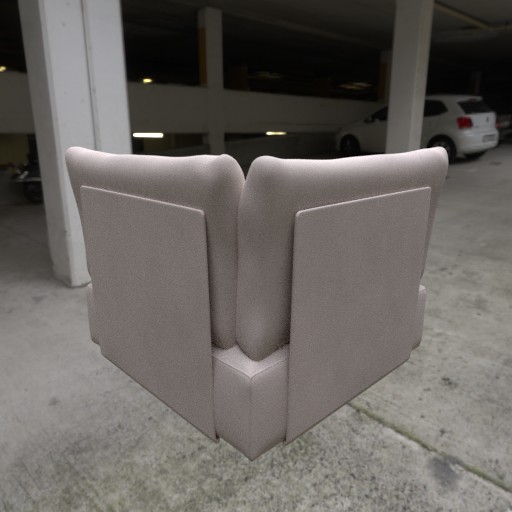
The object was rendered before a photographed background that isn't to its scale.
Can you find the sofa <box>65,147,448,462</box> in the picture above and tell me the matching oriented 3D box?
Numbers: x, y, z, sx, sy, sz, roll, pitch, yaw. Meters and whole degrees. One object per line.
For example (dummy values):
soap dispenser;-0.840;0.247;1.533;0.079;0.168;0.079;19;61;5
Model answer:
sofa;0.000;0.000;1.697;1.000;0.820;1.000;-15;22;-42
